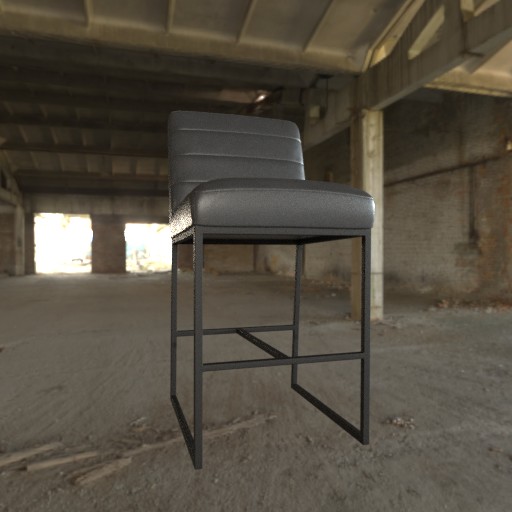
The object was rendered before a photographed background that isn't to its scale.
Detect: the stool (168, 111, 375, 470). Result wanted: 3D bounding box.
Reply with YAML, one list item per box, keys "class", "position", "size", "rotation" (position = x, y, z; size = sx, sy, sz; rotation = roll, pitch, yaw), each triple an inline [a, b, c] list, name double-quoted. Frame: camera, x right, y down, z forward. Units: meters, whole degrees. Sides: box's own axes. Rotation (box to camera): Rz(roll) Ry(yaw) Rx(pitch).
- class: "stool"
  position: [0.000, 0.000, 1.276]
  size: [0.457, 0.938, 0.552]
  rotation: [0, 1, -17]
